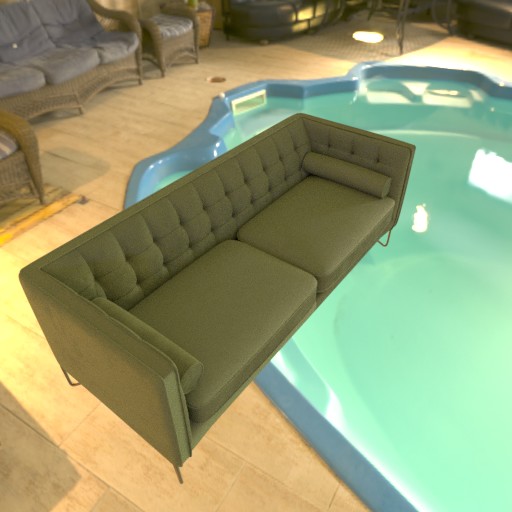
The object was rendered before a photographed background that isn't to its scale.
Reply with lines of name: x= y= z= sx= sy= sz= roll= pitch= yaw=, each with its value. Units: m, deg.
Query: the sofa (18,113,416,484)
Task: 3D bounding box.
sofa: x=0.000 y=0.000 z=2.434 sx=0.867 sy=0.789 sz=2.087 roll=26 pitch=46 yaw=28
